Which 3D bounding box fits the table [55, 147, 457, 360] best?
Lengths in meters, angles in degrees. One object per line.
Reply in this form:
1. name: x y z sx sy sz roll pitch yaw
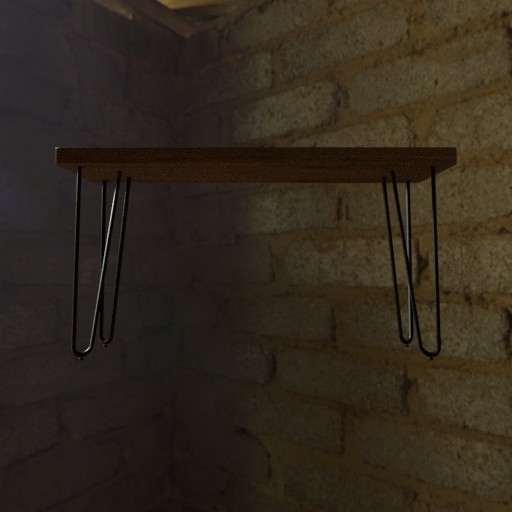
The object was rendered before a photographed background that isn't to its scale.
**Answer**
1. table: 0.000 0.000 1.916 1.570 0.834 0.425 0 -1 0
